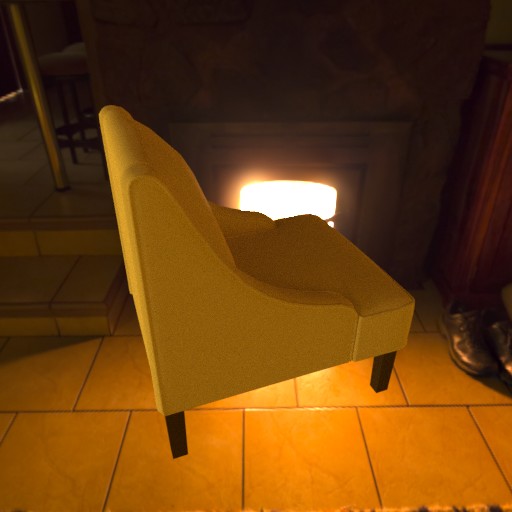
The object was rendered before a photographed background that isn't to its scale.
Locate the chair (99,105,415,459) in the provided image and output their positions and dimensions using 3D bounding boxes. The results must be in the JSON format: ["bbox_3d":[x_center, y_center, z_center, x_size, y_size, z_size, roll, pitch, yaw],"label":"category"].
[{"bbox_3d":[0.000,0.000,1.456,0.806,0.886,0.689,-11,32,-18],"label":"chair"}]
